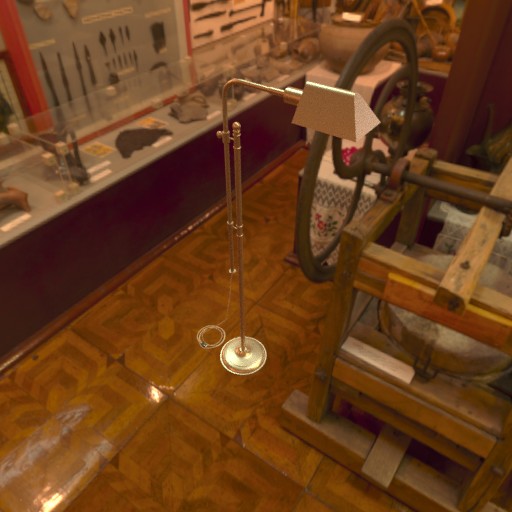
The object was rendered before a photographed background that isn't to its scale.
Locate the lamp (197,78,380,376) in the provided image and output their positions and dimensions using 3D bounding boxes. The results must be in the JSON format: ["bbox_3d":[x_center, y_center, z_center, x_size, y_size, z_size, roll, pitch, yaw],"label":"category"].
[{"bbox_3d":[0.000,0.000,1.917,0.813,1.571,0.256,26,47,27],"label":"lamp"}]
